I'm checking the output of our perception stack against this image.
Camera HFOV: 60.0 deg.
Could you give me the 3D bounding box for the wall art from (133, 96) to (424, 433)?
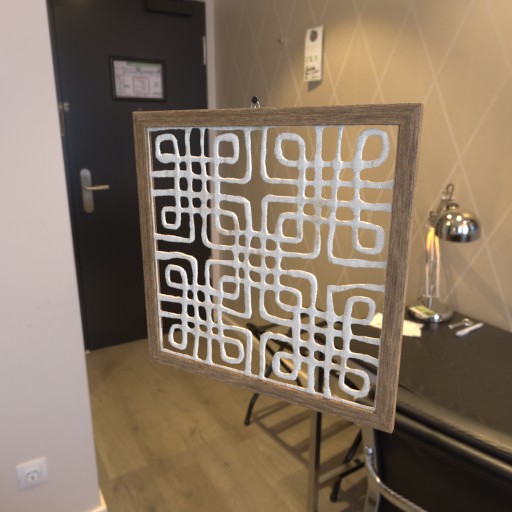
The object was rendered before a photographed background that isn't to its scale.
[{"bbox_3d":[0.000,0.000,0.852,0.561,0.582,0.021,8,17,27],"label":"wall art"}]
